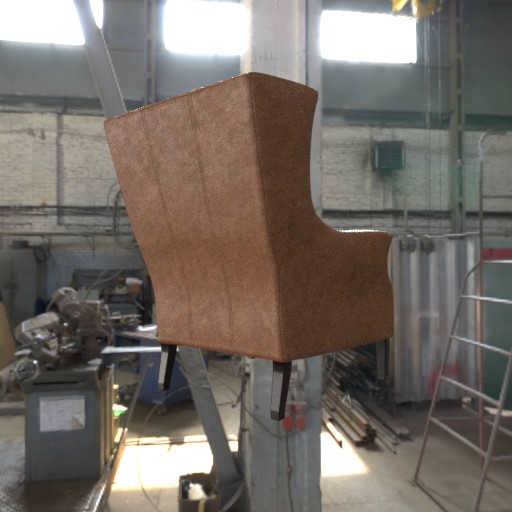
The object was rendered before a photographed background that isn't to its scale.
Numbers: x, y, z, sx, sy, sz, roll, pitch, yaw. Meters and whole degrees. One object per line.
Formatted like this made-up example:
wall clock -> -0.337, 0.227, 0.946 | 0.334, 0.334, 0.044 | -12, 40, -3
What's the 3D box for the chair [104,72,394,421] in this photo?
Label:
chair -> 0.000, 0.000, 1.721 | 0.853, 1.016, 0.926 | -1, -1, 37
